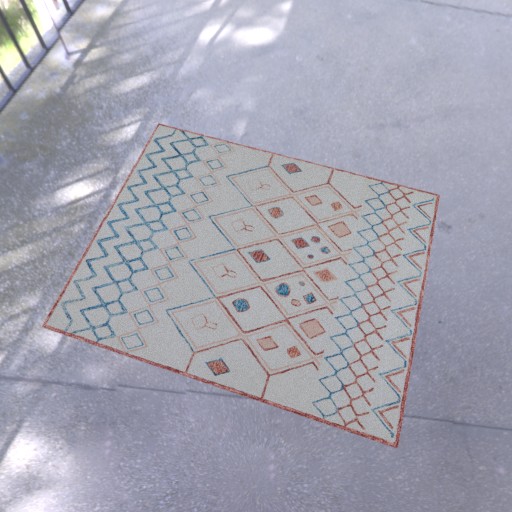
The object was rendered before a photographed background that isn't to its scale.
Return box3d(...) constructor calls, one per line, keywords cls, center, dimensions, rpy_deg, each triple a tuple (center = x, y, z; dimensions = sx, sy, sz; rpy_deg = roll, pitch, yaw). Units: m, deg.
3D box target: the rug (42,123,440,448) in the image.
box3d(cls="rug", center=(0.000, 0.000, 4.093), dimensions=(3.050, 0.016, 2.441), rpy_deg=(16, 64, 8))
